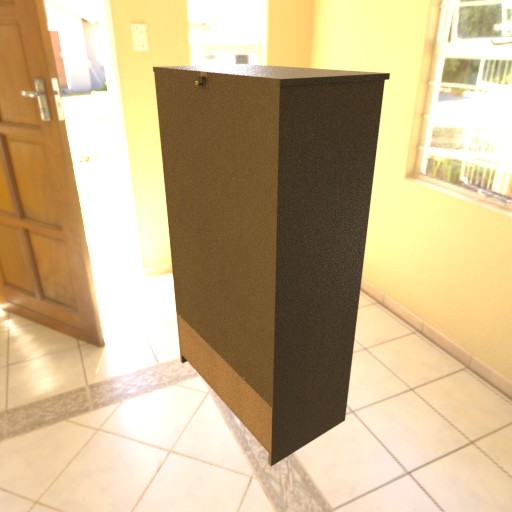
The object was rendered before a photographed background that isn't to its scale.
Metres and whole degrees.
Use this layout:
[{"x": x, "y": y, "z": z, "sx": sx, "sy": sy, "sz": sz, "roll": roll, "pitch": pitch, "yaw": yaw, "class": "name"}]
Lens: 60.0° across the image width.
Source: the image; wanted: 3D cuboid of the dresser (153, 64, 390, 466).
[{"x": 0.000, "y": 0.000, "z": 1.615, "sx": 0.418, "sy": 1.254, "sz": 0.704, "roll": -17, "pitch": 30, "yaw": -31, "class": "dresser"}]
